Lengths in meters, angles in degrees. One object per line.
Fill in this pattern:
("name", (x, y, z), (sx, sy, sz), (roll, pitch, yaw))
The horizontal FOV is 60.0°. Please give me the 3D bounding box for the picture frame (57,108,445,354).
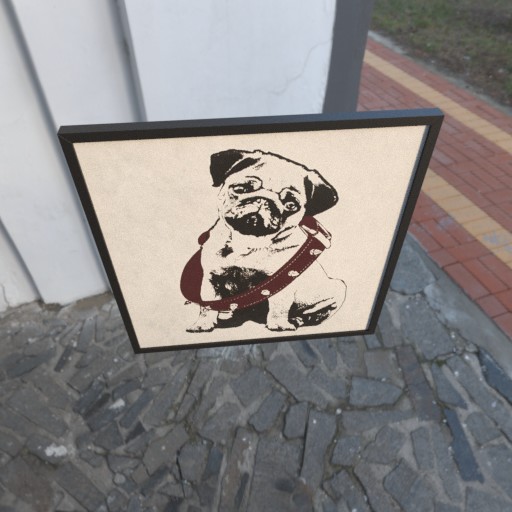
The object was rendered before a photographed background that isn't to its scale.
("picture frame", (0.000, 0.000, 1.166), (0.775, 0.775, 0.032), (-4, 45, -4))
